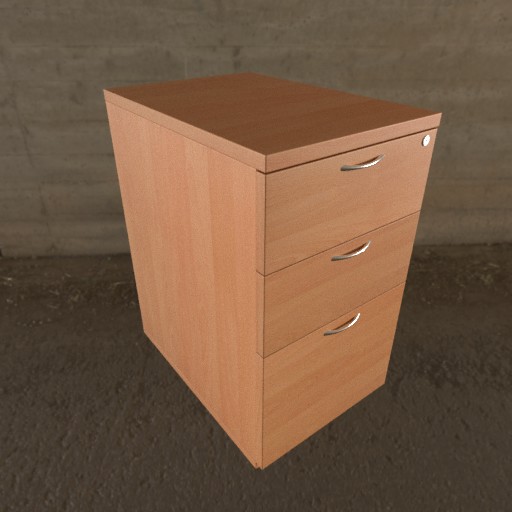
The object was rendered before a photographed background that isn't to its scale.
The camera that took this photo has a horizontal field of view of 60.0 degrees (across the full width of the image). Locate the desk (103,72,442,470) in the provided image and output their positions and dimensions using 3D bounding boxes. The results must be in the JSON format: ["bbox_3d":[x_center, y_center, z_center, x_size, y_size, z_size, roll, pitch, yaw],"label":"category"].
[{"bbox_3d":[0.000,0.000,1.077,0.404,0.730,0.600,-21,37,-31],"label":"desk"}]
